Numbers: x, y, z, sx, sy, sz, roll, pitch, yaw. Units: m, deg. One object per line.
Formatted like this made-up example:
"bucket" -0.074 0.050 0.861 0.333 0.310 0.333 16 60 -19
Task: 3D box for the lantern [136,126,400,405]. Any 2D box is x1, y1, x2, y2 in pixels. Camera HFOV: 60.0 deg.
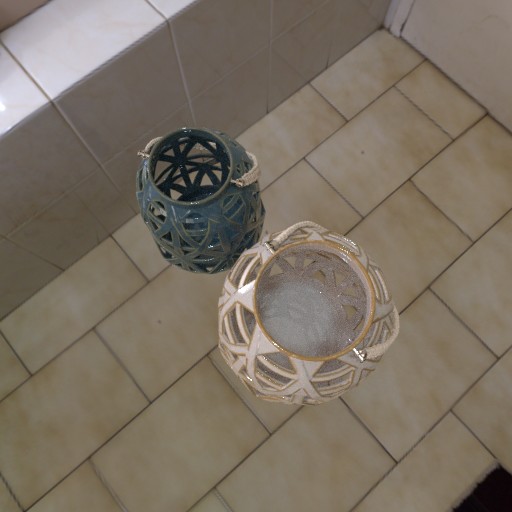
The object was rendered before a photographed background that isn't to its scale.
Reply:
"lantern" 0.000 0.000 0.619 0.245 0.307 0.439 -37 78 -9
